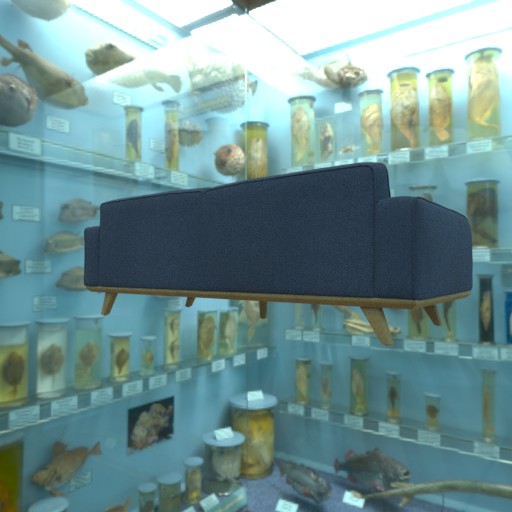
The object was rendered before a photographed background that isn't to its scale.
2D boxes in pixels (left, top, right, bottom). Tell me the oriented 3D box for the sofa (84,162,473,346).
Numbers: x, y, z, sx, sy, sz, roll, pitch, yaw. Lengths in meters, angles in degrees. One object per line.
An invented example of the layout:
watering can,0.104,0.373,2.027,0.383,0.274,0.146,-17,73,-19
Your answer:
sofa,0.000,0.000,2.709,2.270,0.782,0.953,-1,-2,37
